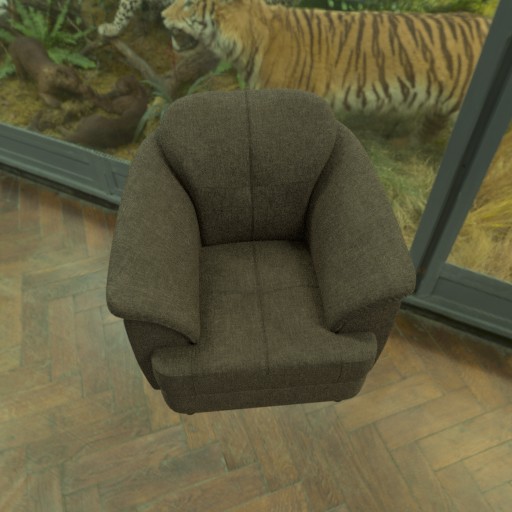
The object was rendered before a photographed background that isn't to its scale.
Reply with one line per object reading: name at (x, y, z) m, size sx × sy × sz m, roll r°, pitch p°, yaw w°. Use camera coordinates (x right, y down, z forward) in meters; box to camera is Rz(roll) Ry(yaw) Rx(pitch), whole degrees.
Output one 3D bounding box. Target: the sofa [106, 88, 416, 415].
sofa at (0.000, 0.000, 1.491) m, size 0.870 × 0.811 × 0.794 m, roll -4°, pitch 47°, yaw -4°
